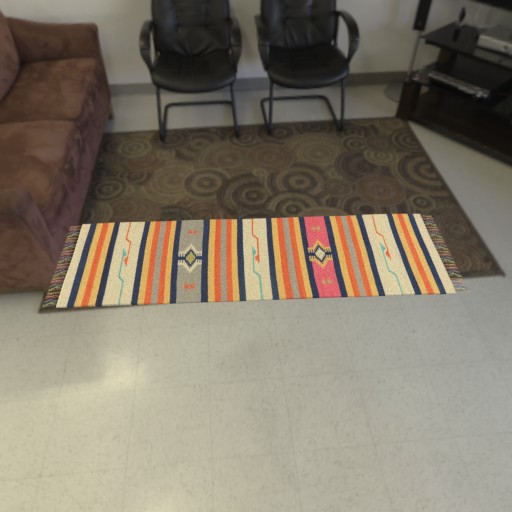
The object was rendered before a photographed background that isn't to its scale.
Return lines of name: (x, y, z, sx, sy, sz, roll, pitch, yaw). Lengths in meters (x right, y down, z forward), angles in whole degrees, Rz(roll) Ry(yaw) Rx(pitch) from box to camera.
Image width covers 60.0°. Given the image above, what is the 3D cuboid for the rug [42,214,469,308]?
rug: (0.000, 0.000, 2.772, 2.455, 0.017, 0.695, -2, 47, -2)
